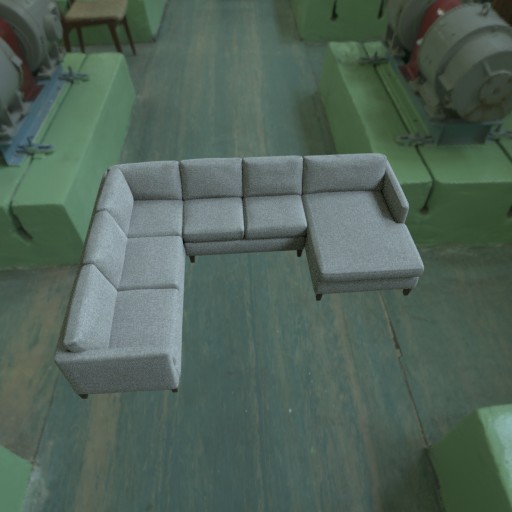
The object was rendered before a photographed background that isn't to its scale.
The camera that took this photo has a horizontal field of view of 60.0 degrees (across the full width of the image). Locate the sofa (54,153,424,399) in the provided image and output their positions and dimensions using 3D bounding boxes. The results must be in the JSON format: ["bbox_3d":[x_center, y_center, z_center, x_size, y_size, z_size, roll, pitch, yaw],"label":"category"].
[{"bbox_3d":[0.000,0.000,4.660,3.460,0.959,2.593,-3,47,-3],"label":"sofa"}]
